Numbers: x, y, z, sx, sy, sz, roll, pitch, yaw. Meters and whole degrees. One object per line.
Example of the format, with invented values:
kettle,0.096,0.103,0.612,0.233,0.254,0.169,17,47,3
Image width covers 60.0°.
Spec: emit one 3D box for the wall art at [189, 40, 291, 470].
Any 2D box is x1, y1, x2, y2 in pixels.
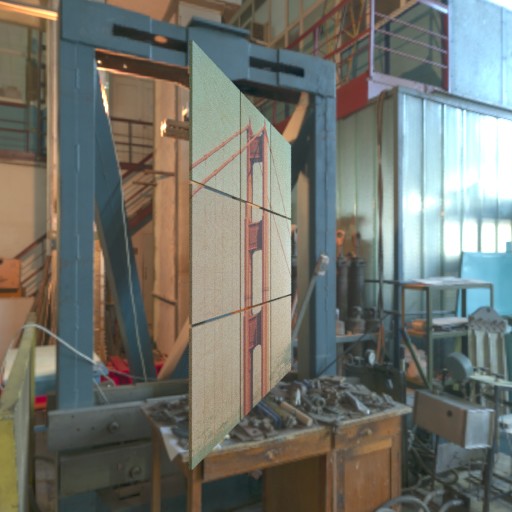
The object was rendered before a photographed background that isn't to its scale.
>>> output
wall art,0.000,0.000,2.293,0.013,1.523,1.517,0,-1,18
